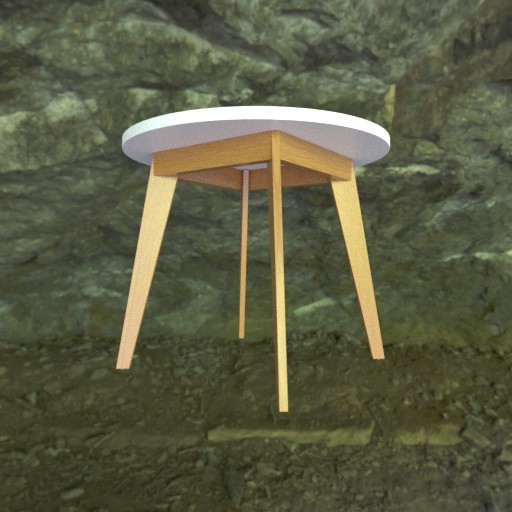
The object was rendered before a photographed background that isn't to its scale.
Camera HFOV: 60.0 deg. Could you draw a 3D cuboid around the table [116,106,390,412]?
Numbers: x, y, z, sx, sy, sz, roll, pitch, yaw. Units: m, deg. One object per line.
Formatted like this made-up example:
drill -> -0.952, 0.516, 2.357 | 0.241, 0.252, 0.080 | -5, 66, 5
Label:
table -> 0.000, 0.000, 1.556 | 0.896, 0.762, 0.896 | 0, 1, 0
